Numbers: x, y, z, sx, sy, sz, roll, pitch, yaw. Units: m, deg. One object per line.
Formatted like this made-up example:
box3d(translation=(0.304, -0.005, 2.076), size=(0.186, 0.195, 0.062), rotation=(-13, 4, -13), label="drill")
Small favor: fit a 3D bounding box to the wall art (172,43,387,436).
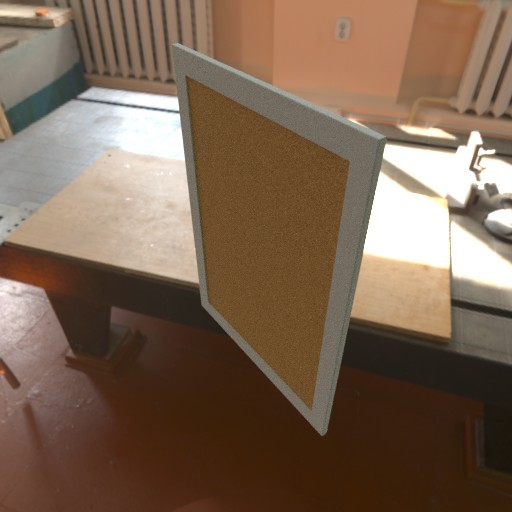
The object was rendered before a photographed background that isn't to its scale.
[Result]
box3d(translation=(0.000, 0.000, 0.679), size=(0.012, 0.529, 0.374), rotation=(-27, 47, -28), label="wall art")
